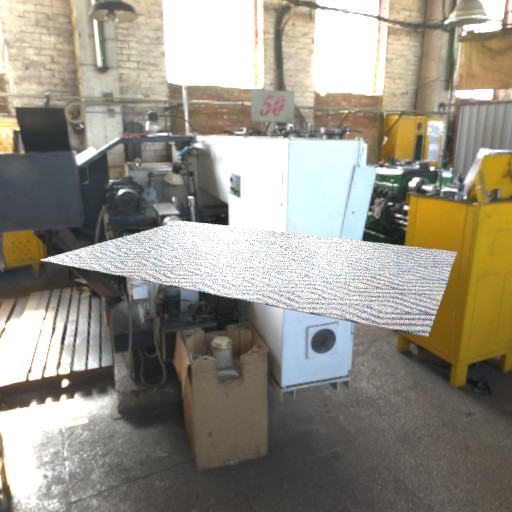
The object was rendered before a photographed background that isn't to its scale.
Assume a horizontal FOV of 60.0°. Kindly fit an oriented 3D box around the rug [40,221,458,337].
[{"bbox_3d":[0.000,0.000,3.049,2.439,0.008,1.531,8,18,27],"label":"rug"}]
